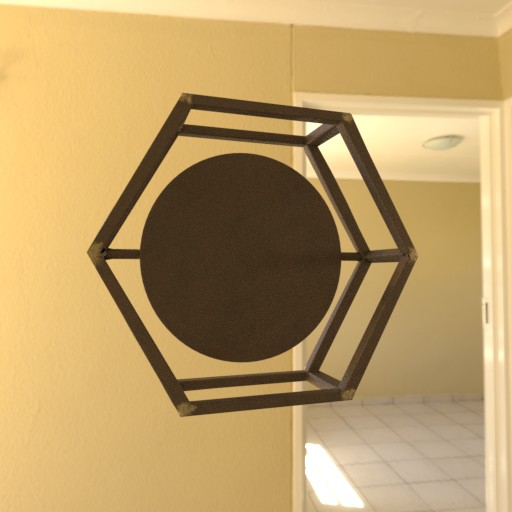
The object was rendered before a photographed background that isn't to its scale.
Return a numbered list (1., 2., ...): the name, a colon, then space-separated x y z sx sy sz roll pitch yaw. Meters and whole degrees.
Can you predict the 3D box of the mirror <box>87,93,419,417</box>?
1. mirror: 0.000 0.000 0.541 0.380 0.334 0.119 1 -2 -18
